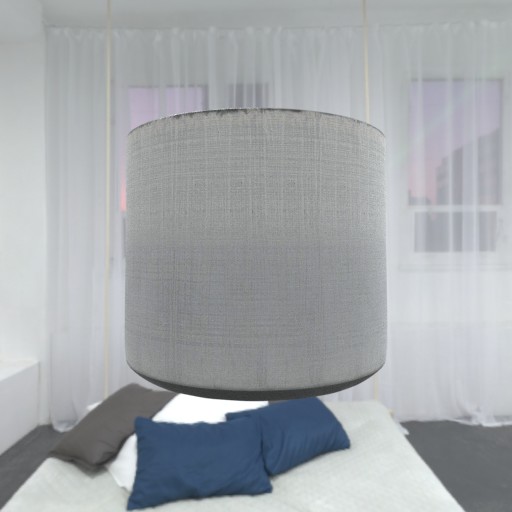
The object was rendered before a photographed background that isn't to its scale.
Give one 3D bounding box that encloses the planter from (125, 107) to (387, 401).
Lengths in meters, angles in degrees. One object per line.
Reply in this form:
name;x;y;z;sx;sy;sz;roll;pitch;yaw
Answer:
planter;0.000;0.000;0.445;0.254;0.221;0.254;0;1;0
